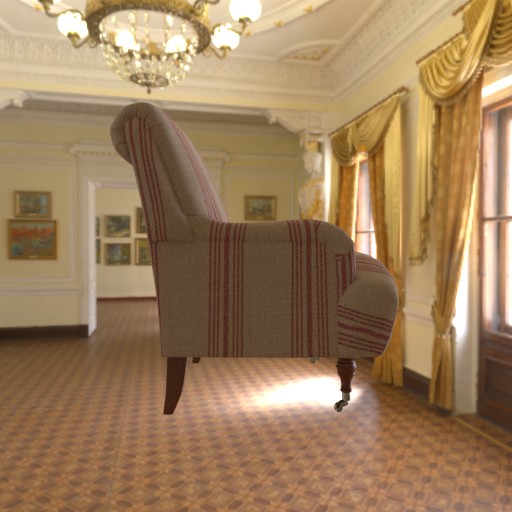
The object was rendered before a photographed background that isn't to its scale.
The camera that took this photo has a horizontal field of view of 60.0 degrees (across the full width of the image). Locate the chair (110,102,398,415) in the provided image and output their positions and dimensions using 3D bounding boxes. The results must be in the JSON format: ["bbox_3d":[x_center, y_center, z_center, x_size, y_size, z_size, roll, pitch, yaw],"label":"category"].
[{"bbox_3d":[0.000,0.000,1.949,1.058,1.123,0.933,0,1,0],"label":"chair"}]
